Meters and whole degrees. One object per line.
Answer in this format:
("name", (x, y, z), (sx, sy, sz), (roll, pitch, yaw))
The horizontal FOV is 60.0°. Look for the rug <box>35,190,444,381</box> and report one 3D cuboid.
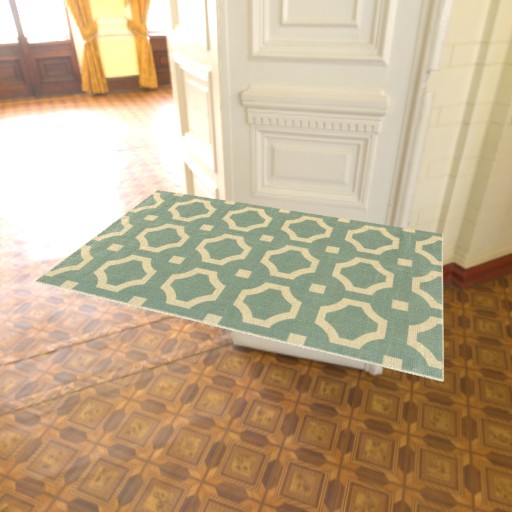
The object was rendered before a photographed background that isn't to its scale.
("rug", (0.000, 0.000, 3.072), (2.443, 0.015, 1.528), (11, 34, 16))
